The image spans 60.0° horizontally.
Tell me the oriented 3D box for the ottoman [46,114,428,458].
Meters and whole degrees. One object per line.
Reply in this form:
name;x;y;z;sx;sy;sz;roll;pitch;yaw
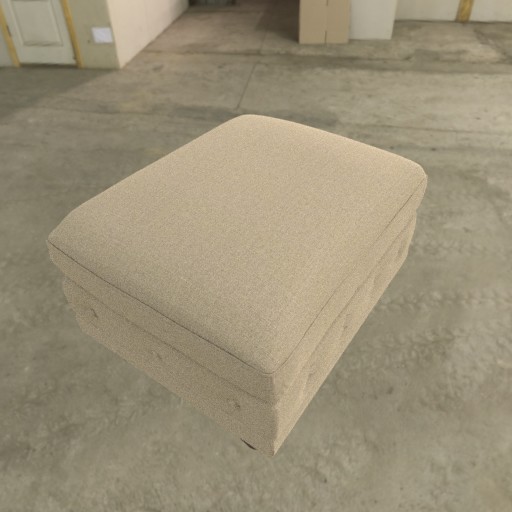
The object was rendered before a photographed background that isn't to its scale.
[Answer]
ottoman;0.000;0.000;1.021;0.541;0.463;0.684;25;46;26
